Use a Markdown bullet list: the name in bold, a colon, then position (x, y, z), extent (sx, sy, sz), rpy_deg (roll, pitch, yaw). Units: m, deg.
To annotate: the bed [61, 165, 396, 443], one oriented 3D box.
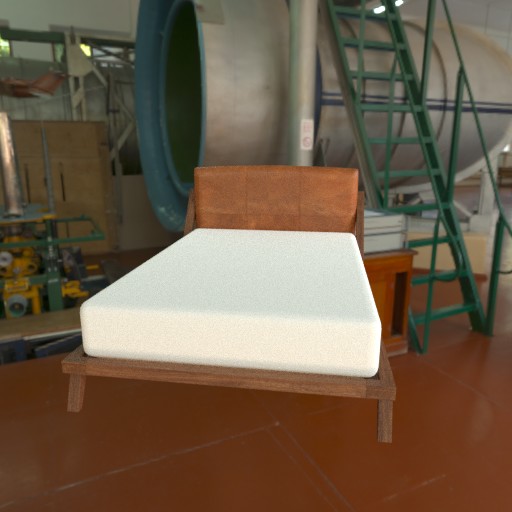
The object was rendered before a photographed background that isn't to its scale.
- **bed**: position (0.000, 0.000, 3.171), extent (1.651, 1.168, 2.311), rpy_deg (2, 14, 9)
